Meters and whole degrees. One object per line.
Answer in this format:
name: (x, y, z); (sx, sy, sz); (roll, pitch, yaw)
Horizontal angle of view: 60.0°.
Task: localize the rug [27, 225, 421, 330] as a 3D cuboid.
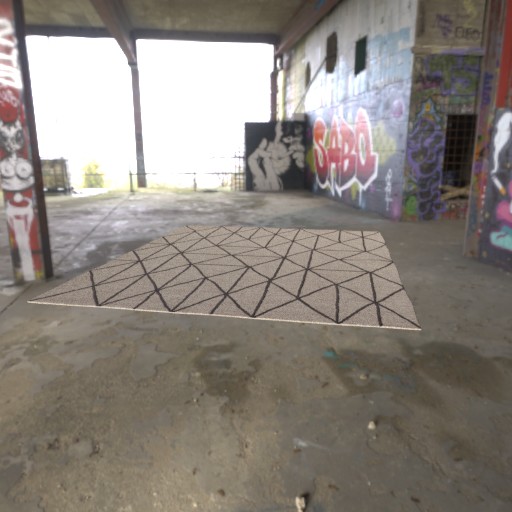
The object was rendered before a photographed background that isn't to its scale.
rug: (0.000, 0.000, 4.105); (2.468, 0.022, 3.061); (3, 14, 11)
